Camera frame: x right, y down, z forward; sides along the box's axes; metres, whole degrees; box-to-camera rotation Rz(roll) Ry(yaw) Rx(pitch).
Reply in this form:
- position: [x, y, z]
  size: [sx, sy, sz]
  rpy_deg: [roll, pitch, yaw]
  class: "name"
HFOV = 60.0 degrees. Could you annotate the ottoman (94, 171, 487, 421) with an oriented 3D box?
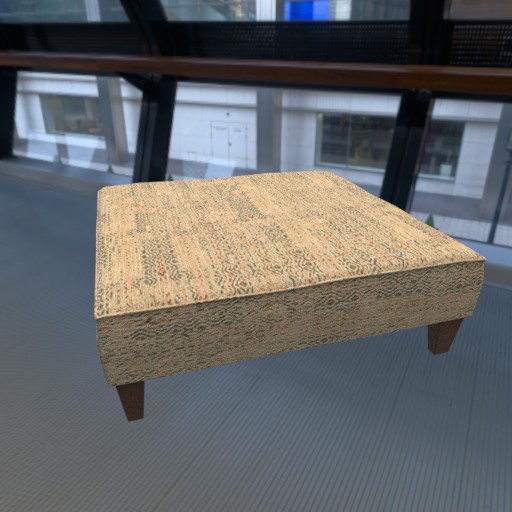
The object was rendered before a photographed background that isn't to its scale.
- position: [0.000, 0.000, 1.512]
  size: [1.004, 0.356, 0.968]
  rpy_deg: [-7, 26, -16]
  class: "ottoman"
